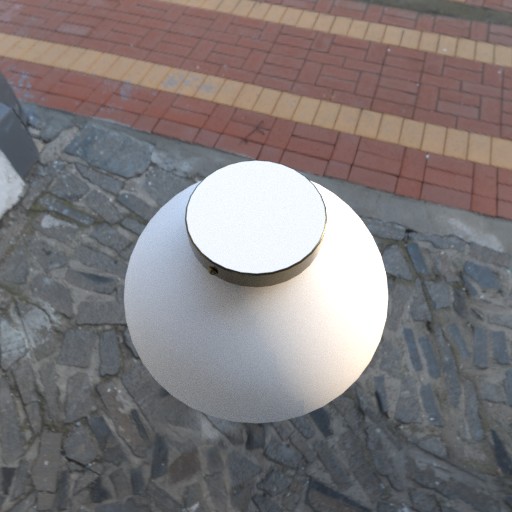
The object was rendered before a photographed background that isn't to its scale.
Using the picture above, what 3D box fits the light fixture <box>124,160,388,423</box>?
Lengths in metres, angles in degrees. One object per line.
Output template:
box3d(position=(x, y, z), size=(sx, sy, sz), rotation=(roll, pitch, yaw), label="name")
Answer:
box3d(position=(0.000, 0.000, 0.539), size=(0.355, 0.177, 0.355), rotation=(0, 59, 0), label="light fixture")
